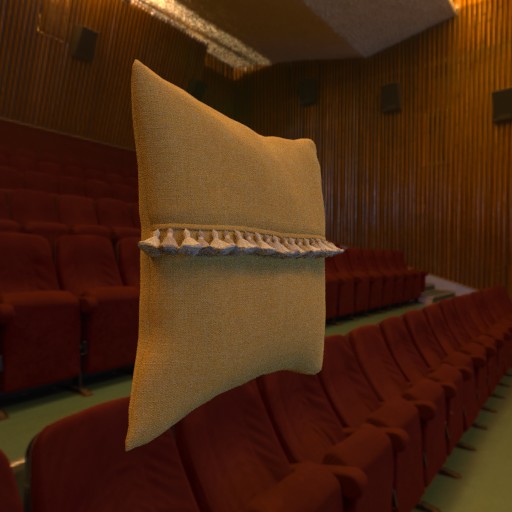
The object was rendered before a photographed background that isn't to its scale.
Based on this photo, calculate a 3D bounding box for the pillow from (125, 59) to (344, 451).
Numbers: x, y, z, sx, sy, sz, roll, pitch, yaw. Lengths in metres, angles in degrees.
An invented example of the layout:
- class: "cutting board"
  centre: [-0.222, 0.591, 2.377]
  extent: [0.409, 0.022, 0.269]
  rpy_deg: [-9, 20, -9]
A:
- class: "pillow"
  centre: [0.000, 0.000, 0.722]
  extent: [0.167, 0.481, 0.485]
  rpy_deg: [-1, -1, 36]
